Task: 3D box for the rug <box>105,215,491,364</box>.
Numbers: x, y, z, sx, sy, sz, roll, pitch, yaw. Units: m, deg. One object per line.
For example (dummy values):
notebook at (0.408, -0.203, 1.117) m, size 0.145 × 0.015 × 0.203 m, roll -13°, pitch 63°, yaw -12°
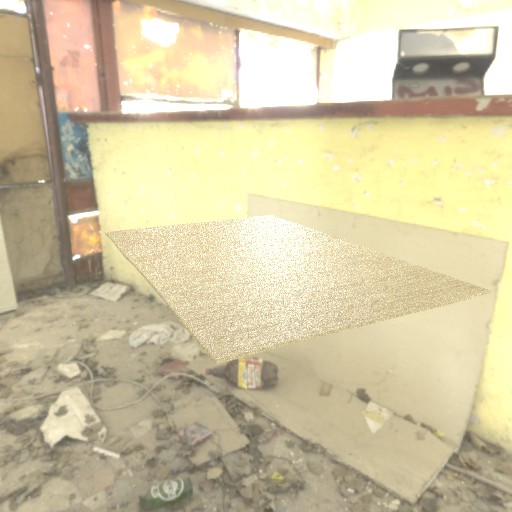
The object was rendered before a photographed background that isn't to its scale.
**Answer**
rug at (0.000, 0.000, 2.910) m, size 1.532 × 0.018 × 2.297 m, roll -8°, pitch 18°, yaw -26°
